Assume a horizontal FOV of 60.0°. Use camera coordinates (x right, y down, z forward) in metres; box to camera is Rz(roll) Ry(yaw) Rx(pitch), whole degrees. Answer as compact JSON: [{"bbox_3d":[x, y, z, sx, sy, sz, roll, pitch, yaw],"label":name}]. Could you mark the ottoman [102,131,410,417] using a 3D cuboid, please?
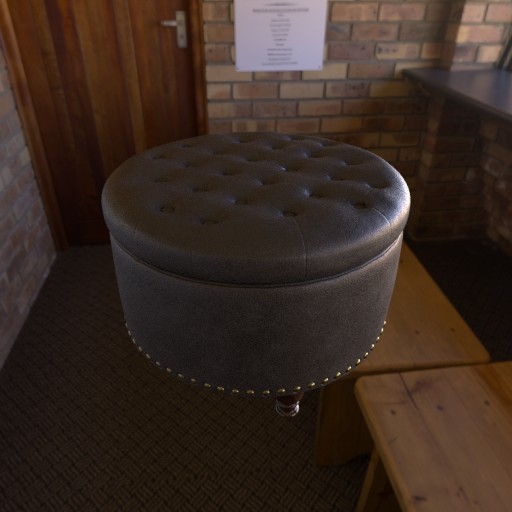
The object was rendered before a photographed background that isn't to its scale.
[{"bbox_3d":[0.000,0.000,1.047,0.637,0.442,0.637,0,32,0],"label":"ottoman"}]
